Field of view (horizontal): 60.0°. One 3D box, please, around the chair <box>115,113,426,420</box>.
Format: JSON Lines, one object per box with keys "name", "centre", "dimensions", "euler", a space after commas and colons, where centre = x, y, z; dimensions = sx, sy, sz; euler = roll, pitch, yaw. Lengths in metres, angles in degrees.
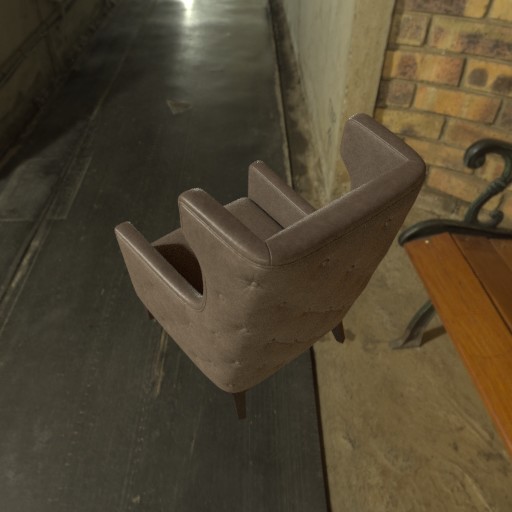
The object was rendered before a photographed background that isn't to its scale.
{"name": "chair", "centre": [0.000, 0.000, 1.706], "dimensions": [0.769, 1.079, 0.899], "euler": [-30, 53, -26]}
